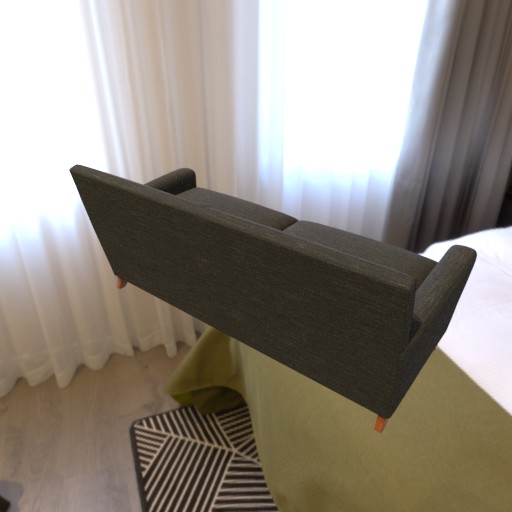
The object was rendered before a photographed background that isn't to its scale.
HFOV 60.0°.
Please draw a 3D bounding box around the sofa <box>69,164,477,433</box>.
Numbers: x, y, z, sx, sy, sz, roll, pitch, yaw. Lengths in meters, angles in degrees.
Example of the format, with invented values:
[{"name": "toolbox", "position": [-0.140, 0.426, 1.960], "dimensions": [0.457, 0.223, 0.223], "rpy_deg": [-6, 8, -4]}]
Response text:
[{"name": "sofa", "position": [0.000, 0.000, 2.391], "dimensions": [1.976, 0.846, 0.875], "rpy_deg": [21, 36, 32]}]
